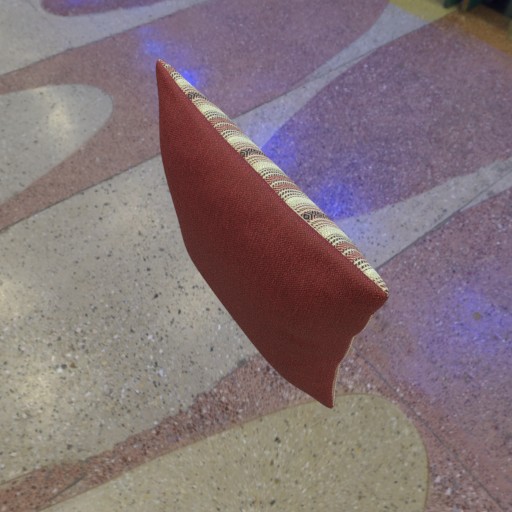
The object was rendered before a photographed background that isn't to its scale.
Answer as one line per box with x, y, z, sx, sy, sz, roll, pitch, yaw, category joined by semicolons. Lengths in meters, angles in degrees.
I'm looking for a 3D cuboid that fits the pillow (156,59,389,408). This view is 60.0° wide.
0.000;0.000;0.788;0.166;0.497;0.513;-31;63;-18;pillow
